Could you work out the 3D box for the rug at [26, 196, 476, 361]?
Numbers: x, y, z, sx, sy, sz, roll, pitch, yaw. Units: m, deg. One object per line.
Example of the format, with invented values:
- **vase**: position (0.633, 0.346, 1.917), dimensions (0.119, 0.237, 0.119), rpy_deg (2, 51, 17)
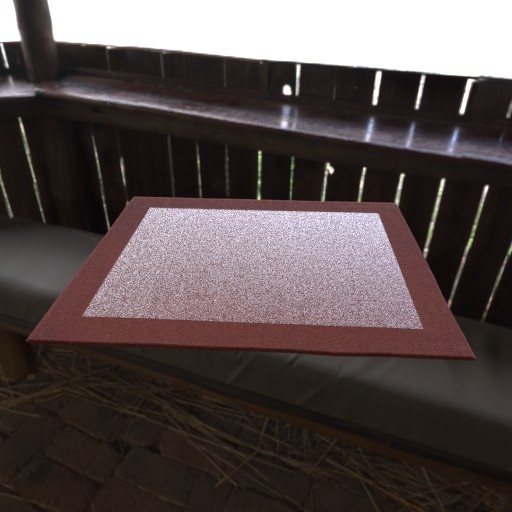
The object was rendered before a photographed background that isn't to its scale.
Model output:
- **rug**: position (0.000, 0.000, 3.945), dimensions (2.976, 0.018, 2.430), rpy_deg (2, 31, 3)
